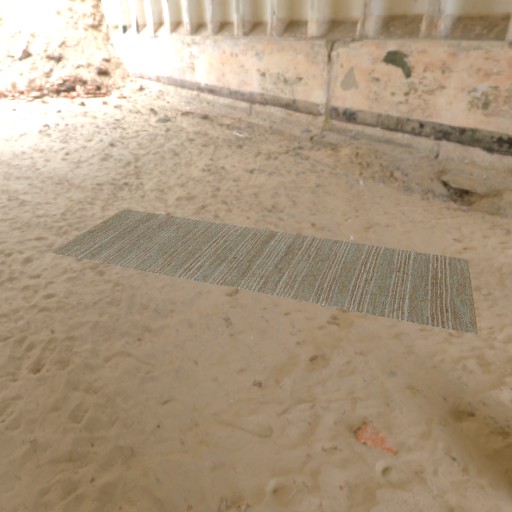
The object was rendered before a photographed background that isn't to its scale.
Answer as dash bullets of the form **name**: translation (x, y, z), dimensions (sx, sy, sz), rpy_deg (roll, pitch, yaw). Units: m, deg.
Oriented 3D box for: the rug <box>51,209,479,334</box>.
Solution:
- **rug**: translation (0.000, 0.000, 2.712), dimensions (2.438, 0.006, 0.783), rpy_deg (9, 29, 17)
